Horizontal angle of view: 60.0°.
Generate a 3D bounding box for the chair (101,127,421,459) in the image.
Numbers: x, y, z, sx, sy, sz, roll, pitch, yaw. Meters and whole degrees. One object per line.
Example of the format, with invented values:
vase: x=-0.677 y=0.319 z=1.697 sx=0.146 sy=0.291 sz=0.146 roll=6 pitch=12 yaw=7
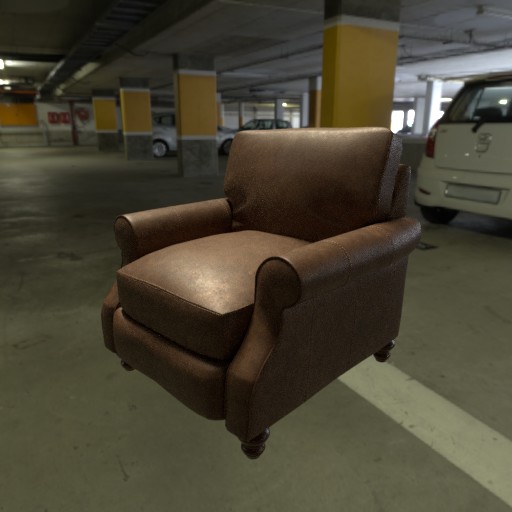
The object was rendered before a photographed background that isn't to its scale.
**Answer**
chair: x=0.000 y=0.000 z=1.745 sx=0.996 sy=0.976 sz=1.002 roll=15 pitch=22 yaw=42
